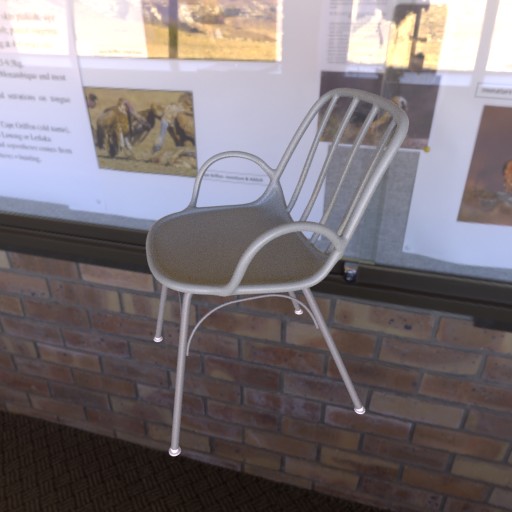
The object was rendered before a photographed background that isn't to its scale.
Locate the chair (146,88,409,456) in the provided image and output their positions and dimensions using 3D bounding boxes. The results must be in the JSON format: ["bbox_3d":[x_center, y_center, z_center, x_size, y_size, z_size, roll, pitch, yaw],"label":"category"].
[{"bbox_3d":[0.000,0.000,1.202,0.597,0.816,0.549,-8,30,-14],"label":"chair"}]
